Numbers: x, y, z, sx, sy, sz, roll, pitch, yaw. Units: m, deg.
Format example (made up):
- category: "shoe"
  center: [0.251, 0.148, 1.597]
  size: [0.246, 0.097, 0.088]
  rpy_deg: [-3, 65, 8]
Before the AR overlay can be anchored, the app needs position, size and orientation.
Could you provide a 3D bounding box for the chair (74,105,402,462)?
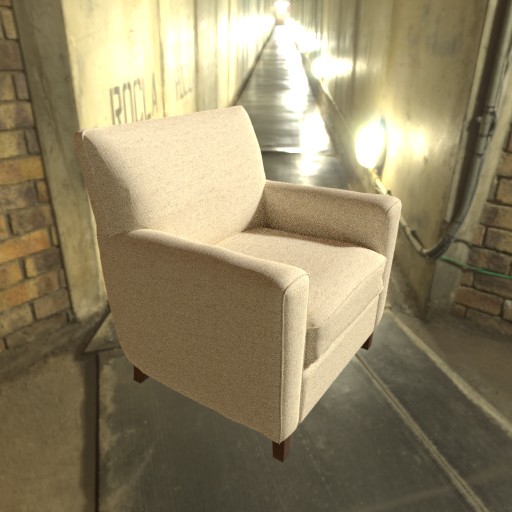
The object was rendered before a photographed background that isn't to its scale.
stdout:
- category: "chair"
  center: [0.000, 0.000, 1.627]
  size: [0.823, 0.943, 0.870]
  rpy_deg: [16, 30, 31]
